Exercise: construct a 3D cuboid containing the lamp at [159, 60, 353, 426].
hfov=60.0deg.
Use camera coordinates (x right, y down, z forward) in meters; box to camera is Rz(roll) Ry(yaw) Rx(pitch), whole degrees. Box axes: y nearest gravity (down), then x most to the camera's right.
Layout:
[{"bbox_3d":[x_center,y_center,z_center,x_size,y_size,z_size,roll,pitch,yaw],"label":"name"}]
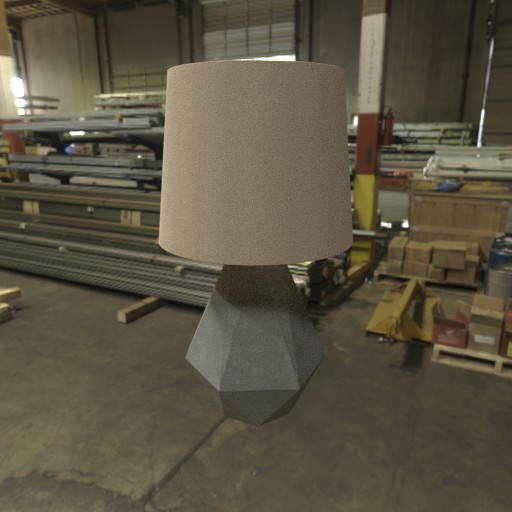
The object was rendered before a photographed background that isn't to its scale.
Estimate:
[{"bbox_3d":[0.000,0.000,0.651,0.276,0.501,0.276,0,16,0],"label":"lamp"}]
